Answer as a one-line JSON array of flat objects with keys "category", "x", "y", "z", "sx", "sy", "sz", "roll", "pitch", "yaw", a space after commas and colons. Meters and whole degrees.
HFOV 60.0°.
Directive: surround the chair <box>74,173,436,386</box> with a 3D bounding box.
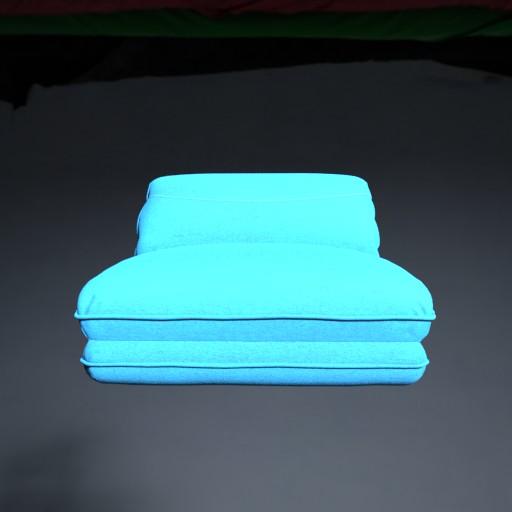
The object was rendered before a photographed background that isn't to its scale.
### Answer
[{"category": "chair", "x": 0.000, "y": 0.000, "z": 1.333, "sx": 0.820, "sy": 0.580, "sz": 0.780, "roll": 0, "pitch": 1, "yaw": 1}]
